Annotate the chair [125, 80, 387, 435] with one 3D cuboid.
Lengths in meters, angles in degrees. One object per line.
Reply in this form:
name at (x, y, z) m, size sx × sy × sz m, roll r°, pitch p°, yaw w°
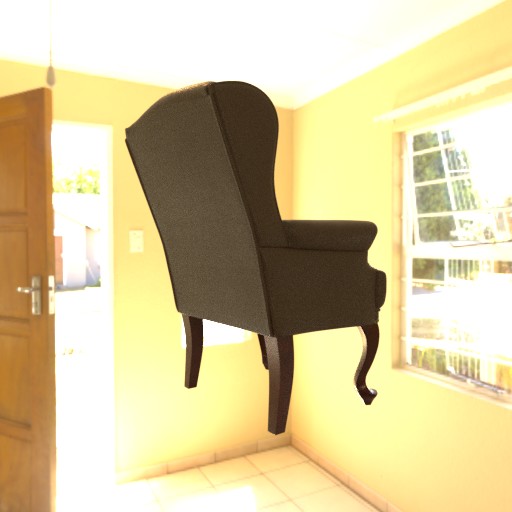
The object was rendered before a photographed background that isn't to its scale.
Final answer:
chair at (0.000, 0.000, 1.735) m, size 0.819 × 1.132 × 0.829 m, roll -1°, pitch 2°, yaw -37°
